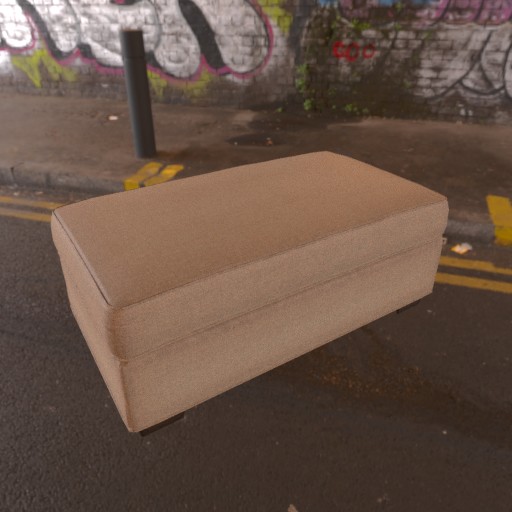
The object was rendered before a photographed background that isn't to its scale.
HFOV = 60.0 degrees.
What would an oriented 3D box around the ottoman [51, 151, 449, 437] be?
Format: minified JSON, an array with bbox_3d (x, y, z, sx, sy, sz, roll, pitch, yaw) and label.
[{"bbox_3d":[0.000,0.000,1.435,1.097,0.448,0.617,-18,35,-28],"label":"ottoman"}]
